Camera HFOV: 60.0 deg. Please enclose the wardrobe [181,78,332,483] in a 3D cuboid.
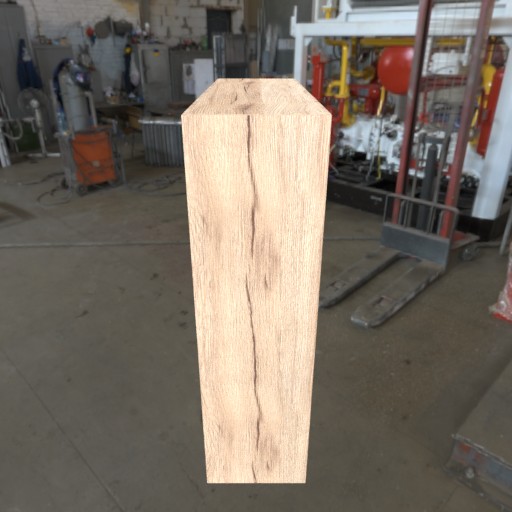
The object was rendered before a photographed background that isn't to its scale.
[{"bbox_3d":[0.000,0.000,2.949,0.580,2.070,1.810,0,26,0],"label":"wardrobe"}]
